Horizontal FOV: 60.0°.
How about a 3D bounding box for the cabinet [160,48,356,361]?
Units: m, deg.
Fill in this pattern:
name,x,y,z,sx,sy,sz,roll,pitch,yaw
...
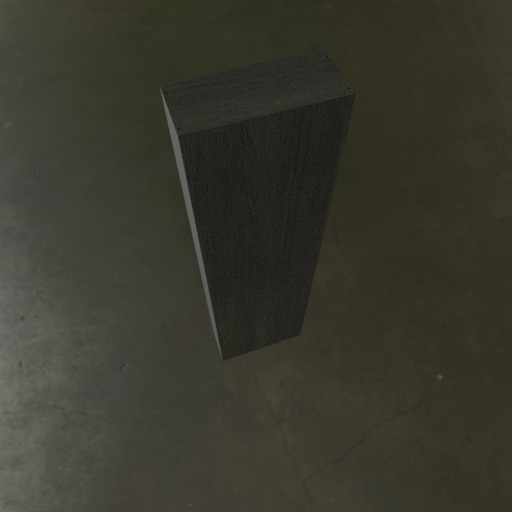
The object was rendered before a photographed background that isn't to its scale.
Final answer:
name,x,y,z,sx,sy,sz,roll,pitch,yaw
cabinet,0.000,0.000,1.988,0.500,1.790,0.230,-17,60,-10
